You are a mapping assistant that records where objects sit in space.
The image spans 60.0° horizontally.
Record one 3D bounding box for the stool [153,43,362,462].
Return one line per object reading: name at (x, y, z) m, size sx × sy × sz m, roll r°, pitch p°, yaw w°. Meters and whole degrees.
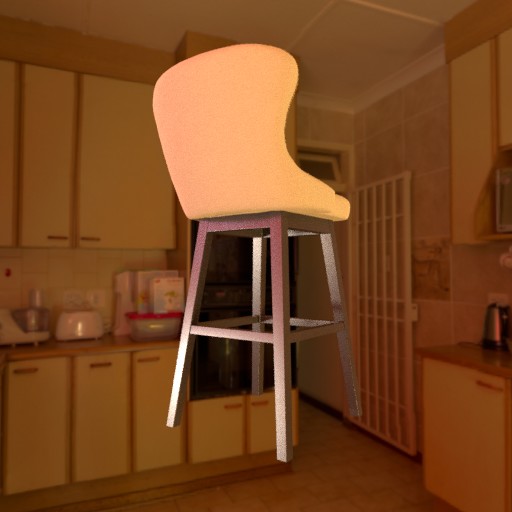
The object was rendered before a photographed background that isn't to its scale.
stool at (0.000, 0.000, 1.410) m, size 0.528 × 1.066 × 0.605 m, roll -2°, pitch -3°, yaw 37°
